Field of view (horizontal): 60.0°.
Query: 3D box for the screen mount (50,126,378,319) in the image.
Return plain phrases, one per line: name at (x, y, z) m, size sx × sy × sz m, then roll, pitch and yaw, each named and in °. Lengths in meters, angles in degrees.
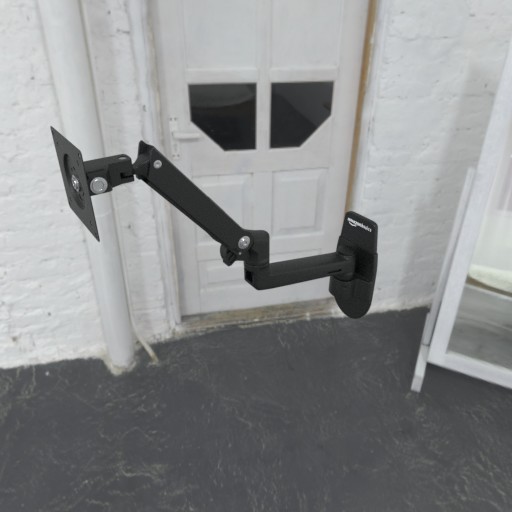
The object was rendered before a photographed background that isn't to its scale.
screen mount at (0.000, 0.000, 0.708) m, size 0.495 × 0.466 × 0.115 m, roll -20°, pitch 37°, yaw -30°
